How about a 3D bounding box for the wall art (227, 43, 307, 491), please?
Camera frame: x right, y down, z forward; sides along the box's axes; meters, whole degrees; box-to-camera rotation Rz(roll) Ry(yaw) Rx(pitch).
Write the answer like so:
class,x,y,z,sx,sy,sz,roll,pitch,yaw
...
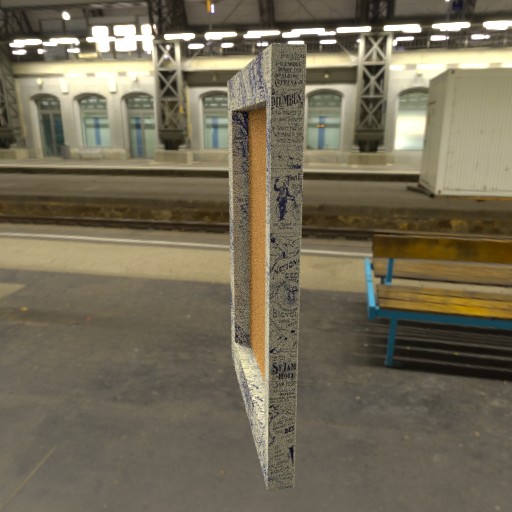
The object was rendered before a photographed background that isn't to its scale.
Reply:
class,x,y,z,sx,sy,sz,roll,pitch,yaw
wall art,0.000,0.000,0.477,0.025,0.376,0.255,-3,16,-10
